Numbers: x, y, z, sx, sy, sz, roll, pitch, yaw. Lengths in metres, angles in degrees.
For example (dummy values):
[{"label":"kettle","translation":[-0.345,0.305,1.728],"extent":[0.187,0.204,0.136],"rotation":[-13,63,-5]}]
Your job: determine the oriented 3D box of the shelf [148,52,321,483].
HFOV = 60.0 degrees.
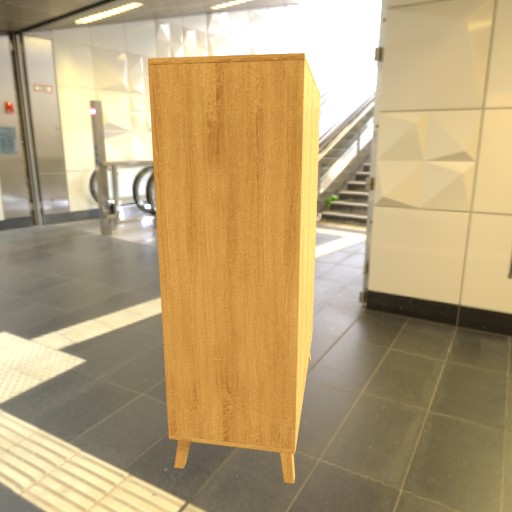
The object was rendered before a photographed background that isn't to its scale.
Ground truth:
[{"label":"shelf","translation":[0.000,0.000,1.870],"extent":[0.450,1.390,1.000],"rotation":[3,14,10]}]
